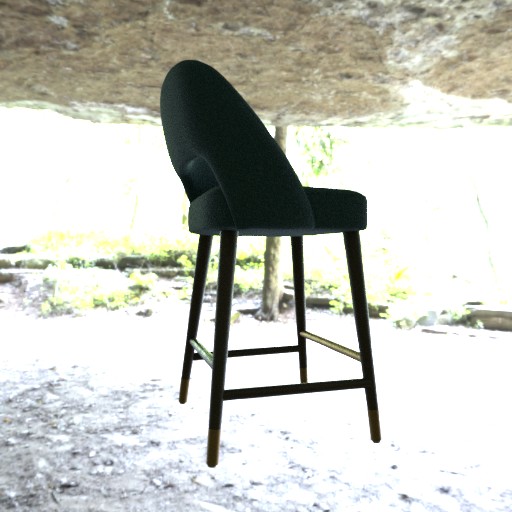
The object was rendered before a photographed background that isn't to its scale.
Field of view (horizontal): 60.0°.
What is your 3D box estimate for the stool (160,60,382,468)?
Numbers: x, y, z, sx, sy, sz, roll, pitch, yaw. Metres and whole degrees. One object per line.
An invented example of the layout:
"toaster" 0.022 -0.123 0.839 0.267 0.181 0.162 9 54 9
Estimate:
"stool" 0.000 0.000 1.247 0.522 0.939 0.536 0 0 -18
